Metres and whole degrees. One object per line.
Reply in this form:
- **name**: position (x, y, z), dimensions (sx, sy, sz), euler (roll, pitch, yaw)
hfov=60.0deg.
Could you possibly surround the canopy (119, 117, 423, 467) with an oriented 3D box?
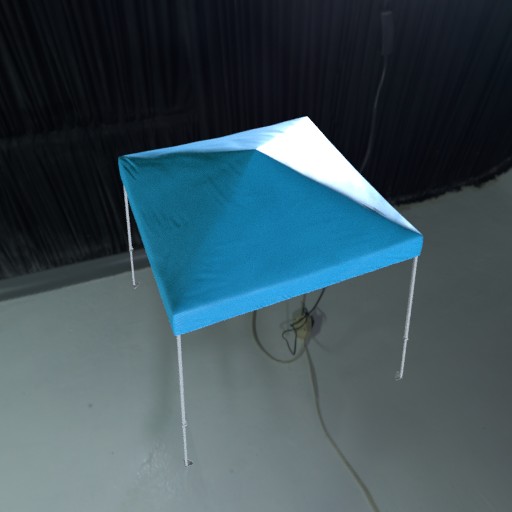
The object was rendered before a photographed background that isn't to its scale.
- **canopy**: position (0.000, 0.000, 5.131), dimensions (2.848, 2.849, 2.849), euler (-17, 48, -15)
